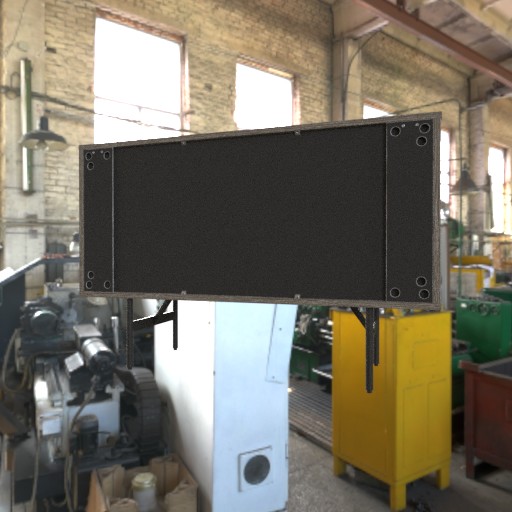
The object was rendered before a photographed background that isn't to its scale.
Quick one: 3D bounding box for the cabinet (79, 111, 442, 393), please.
[{"bbox_3d":[0.000,0.000,1.578,1.194,0.787,0.405,0,0,19],"label":"cabinet"}]
